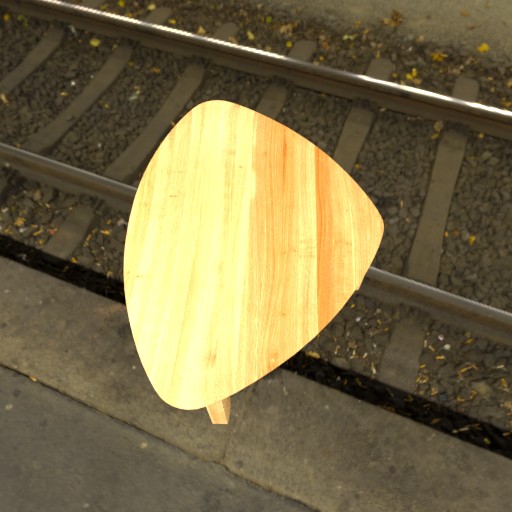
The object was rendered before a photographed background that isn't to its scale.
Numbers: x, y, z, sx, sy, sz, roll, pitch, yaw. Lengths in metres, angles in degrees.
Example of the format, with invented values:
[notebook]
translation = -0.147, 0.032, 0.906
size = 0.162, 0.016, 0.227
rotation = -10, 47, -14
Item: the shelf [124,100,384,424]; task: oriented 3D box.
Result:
[shelf]
translation = 0.000, 0.000, 1.691
size = 0.863, 0.439, 1.240
rotation = 1, 58, 1
